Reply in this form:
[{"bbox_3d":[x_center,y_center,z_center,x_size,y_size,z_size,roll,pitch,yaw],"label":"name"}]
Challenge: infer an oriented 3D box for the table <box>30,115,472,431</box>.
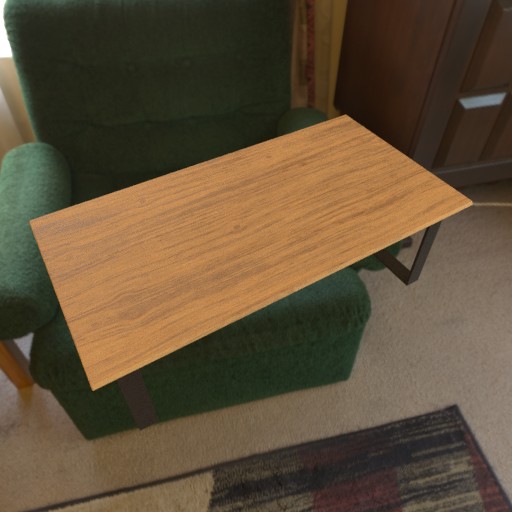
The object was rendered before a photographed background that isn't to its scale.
[{"bbox_3d":[0.000,0.000,1.652,1.331,0.445,0.693,-24,51,-21],"label":"table"}]
